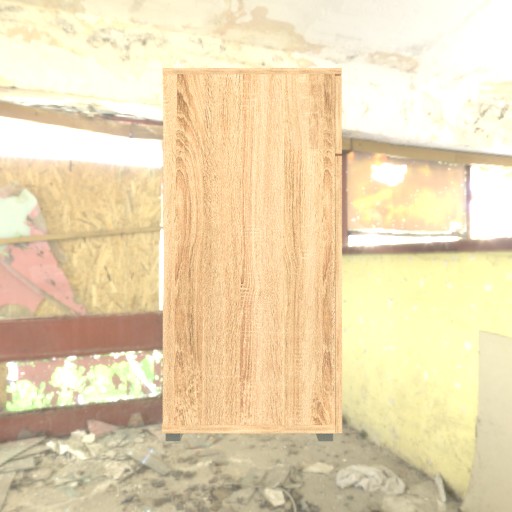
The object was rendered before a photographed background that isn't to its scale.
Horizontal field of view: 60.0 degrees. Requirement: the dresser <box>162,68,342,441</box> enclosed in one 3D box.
[{"bbox_3d":[0.000,0.000,1.615,0.450,0.900,1.100,0,0,0],"label":"dresser"}]
